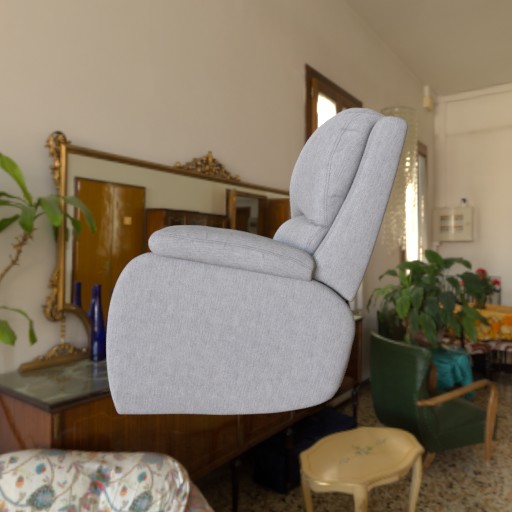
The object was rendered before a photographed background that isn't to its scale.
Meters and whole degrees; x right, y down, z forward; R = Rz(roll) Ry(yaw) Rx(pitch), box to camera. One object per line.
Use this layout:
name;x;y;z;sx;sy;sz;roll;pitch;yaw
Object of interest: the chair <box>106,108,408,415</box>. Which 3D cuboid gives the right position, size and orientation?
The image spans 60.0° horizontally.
chair;0.000;0.000;1.722;0.899;1.011;0.930;0;0;0
